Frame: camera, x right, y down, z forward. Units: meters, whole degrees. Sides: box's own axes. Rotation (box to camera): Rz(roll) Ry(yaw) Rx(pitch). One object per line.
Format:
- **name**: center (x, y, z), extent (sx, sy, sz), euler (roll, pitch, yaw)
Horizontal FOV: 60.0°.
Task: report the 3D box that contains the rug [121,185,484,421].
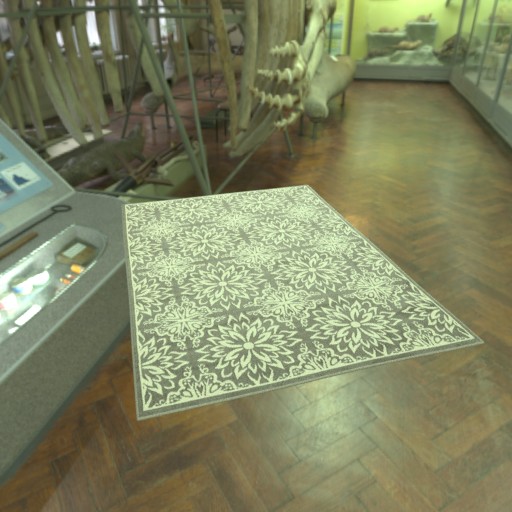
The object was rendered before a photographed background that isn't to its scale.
- **rug**: center (0.000, 0.000, 2.825), extent (1.608, 0.014, 2.213), euler (-8, 30, -14)
